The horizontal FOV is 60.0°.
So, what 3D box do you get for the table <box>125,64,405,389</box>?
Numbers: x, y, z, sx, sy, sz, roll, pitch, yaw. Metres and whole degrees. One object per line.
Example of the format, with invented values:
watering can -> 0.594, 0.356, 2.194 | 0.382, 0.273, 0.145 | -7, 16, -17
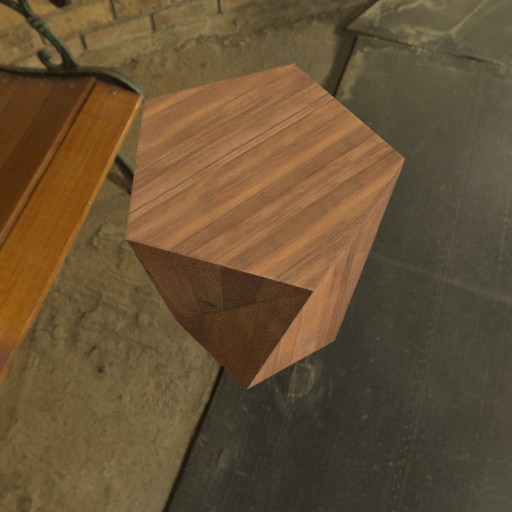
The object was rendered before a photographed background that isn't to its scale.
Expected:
table -> 0.000, 0.000, 0.922 | 0.425, 0.604, 0.441 | -15, 63, -8
